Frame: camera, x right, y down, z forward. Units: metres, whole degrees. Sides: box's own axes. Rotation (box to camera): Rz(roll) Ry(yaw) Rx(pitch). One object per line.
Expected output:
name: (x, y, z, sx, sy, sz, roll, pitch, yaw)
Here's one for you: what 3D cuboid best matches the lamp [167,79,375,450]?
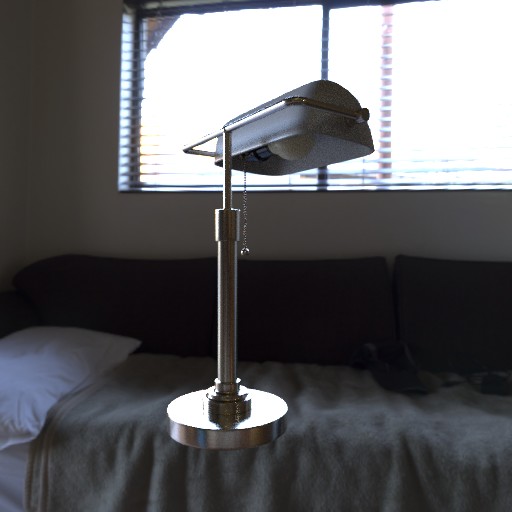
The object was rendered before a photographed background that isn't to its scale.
lamp: (0.000, 0.000, 0.555, 0.227, 0.404, 0.269, 0, 0, -35)
